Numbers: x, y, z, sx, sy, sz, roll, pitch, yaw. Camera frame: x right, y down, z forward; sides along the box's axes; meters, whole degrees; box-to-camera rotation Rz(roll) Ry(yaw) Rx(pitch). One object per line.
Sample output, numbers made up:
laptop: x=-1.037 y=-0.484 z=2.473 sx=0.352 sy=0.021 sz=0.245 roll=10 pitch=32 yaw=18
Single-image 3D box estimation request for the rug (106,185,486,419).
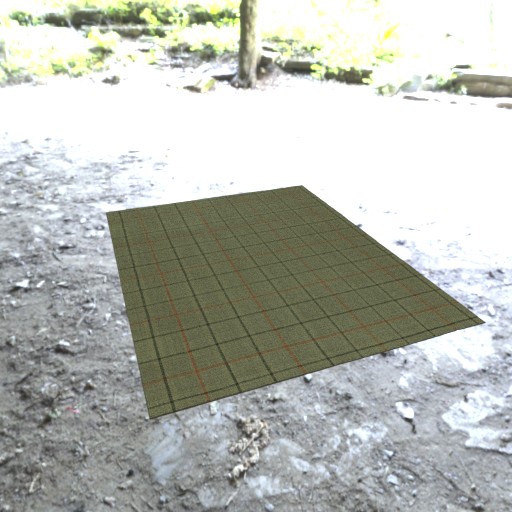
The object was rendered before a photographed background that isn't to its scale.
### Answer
rug: x=0.000 y=0.000 z=4.102 sx=2.444 sy=0.012 sz=3.048 roll=-11 pitch=31 yaw=-18
